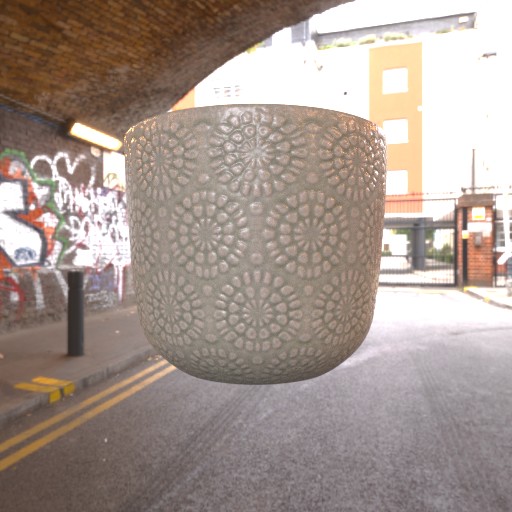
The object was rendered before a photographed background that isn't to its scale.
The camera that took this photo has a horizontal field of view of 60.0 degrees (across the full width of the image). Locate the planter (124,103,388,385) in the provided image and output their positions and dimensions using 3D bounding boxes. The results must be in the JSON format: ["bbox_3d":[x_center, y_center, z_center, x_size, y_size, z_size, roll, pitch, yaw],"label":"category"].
[{"bbox_3d":[0.000,0.000,0.218,0.124,0.109,0.124,0,0,0],"label":"planter"}]
